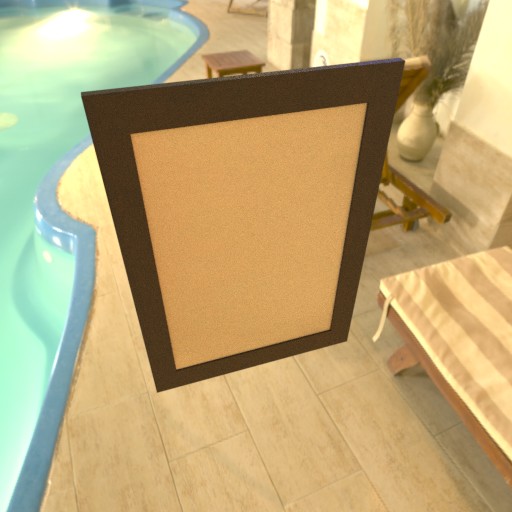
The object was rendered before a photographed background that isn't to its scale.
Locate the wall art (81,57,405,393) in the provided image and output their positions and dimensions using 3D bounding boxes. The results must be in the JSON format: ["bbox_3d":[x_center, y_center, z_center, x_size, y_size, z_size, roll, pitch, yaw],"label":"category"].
[{"bbox_3d":[0.000,0.000,0.638,0.359,0.508,0.013,-12,42,-14],"label":"wall art"}]
